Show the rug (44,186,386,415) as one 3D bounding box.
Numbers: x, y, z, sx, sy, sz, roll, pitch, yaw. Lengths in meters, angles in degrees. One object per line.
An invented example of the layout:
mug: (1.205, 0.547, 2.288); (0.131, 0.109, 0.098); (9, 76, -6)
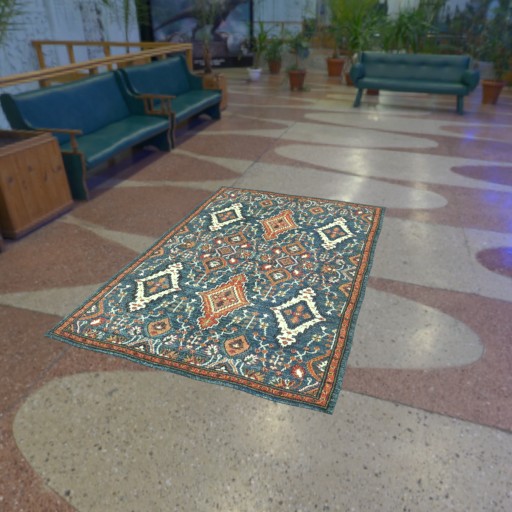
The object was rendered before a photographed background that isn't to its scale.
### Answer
rug: (0.000, 0.000, 4.341); (2.190, 0.008, 3.371); (10, 31, 17)
